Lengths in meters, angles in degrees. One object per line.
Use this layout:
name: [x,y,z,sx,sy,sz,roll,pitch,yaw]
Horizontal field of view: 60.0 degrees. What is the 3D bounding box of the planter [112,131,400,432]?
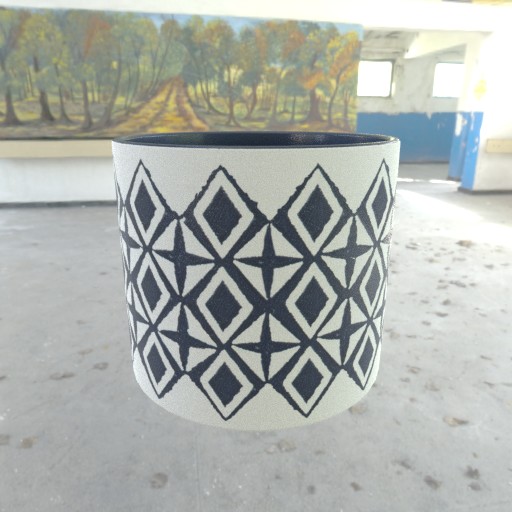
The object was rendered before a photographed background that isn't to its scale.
planter: [0.000,0.000,0.389,0.224,0.203,0.224,0,18,0]
